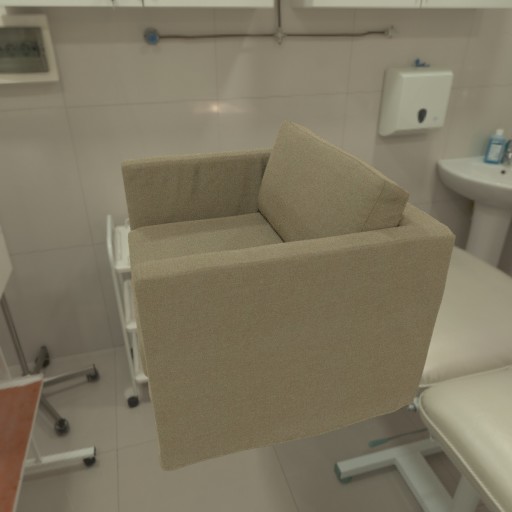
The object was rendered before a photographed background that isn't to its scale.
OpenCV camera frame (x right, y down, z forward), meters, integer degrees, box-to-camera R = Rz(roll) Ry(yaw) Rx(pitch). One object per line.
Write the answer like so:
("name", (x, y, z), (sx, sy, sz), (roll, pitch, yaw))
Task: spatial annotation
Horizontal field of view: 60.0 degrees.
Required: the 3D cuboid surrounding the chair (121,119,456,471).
("chair", (0.000, 0.000, 1.725), (0.949, 0.863, 1.057), (-8, 30, -14))
